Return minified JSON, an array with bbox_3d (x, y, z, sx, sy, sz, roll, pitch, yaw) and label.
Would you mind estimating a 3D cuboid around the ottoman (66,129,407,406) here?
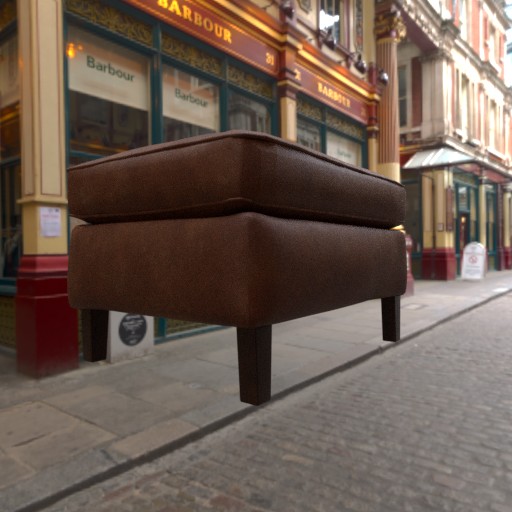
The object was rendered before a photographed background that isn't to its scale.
[{"bbox_3d":[0.000,0.000,0.987,0.501,0.418,0.665,0,1,37],"label":"ottoman"}]
